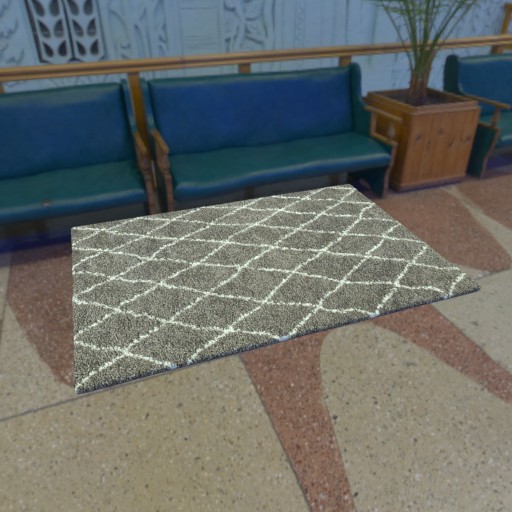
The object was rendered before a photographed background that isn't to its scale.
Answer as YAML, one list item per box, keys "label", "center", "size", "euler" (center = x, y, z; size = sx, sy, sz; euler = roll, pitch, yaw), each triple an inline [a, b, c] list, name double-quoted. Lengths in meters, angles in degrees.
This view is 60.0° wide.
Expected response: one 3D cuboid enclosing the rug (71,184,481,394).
- label: "rug"
  center: [0.000, 0.000, 2.270]
  size: [1.778, 0.030, 1.219]
  euler: [-11, 35, -16]
